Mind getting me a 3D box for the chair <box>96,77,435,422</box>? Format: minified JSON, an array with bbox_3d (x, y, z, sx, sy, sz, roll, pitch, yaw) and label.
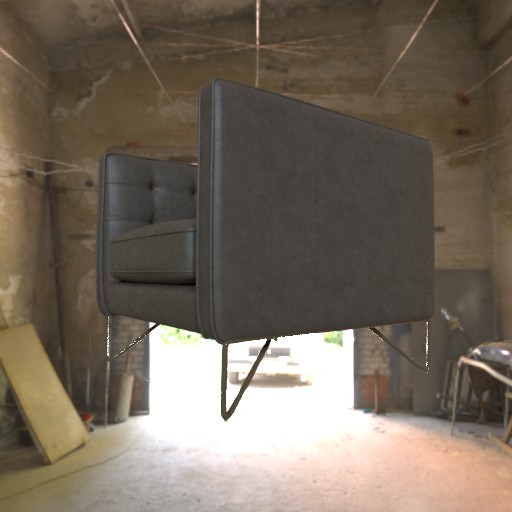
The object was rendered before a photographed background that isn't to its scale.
[{"bbox_3d":[0.000,0.000,1.577,0.894,0.790,0.880,2,-3,-36],"label":"chair"}]
